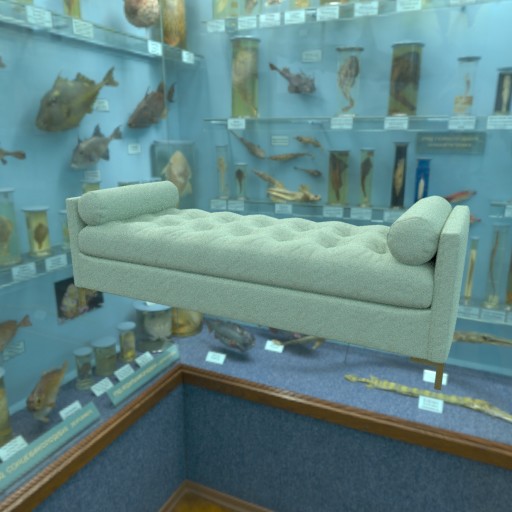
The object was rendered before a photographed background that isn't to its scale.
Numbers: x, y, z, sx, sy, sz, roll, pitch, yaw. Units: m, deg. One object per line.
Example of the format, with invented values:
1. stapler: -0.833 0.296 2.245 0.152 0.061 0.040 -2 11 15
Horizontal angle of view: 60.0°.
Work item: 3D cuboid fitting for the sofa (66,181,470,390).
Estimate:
1. sofa: 0.000 0.000 2.479 2.102 0.705 0.796 8 17 26
